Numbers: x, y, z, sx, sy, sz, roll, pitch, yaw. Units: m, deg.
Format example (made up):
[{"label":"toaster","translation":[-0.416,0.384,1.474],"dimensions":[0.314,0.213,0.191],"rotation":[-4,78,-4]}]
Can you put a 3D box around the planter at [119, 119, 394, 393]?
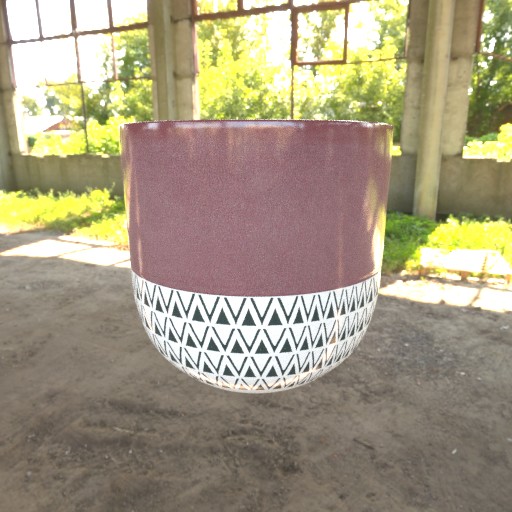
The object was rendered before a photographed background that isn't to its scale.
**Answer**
[{"label":"planter","translation":[0.000,0.000,0.479],"dimensions":[0.266,0.270,0.266],"rotation":[0,14,0]}]
